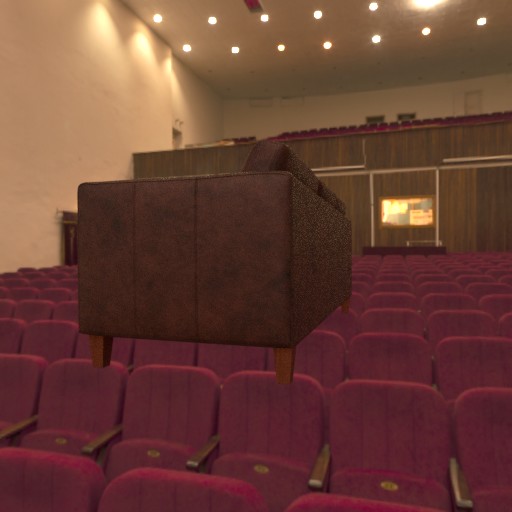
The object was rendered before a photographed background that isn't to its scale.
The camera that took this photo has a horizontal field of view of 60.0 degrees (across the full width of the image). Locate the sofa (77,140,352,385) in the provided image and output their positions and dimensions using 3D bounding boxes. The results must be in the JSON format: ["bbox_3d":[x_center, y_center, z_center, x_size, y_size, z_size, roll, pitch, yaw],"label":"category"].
[{"bbox_3d":[0.000,0.000,2.975,1.045,1.006,2.464,0,0,17],"label":"sofa"}]
